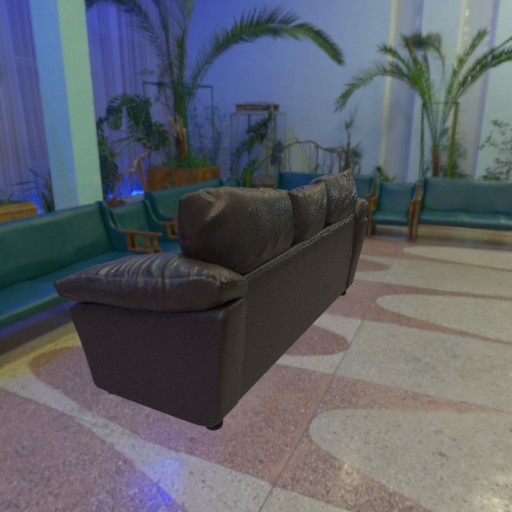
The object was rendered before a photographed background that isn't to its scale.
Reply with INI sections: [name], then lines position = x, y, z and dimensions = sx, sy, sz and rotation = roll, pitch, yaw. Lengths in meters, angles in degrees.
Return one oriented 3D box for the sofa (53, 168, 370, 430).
[sofa]
position = 0.000, 0.000, 2.822
dimensions = 0.907, 1.091, 2.390
rotation = 8, 18, 27
